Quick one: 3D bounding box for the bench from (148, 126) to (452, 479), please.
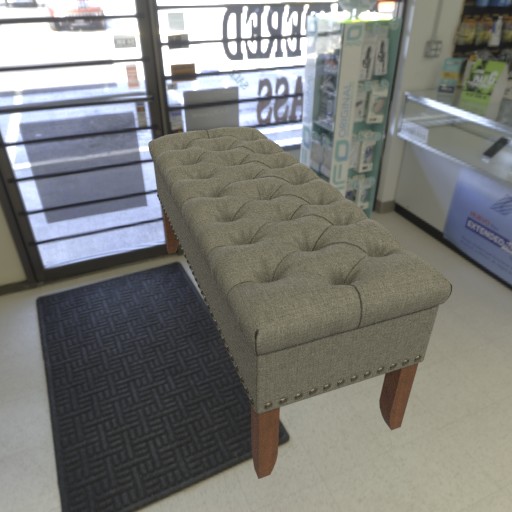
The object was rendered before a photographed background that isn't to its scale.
[{"bbox_3d":[0.000,0.000,1.299,0.417,0.470,1.052,-12,34,-17],"label":"bench"}]
